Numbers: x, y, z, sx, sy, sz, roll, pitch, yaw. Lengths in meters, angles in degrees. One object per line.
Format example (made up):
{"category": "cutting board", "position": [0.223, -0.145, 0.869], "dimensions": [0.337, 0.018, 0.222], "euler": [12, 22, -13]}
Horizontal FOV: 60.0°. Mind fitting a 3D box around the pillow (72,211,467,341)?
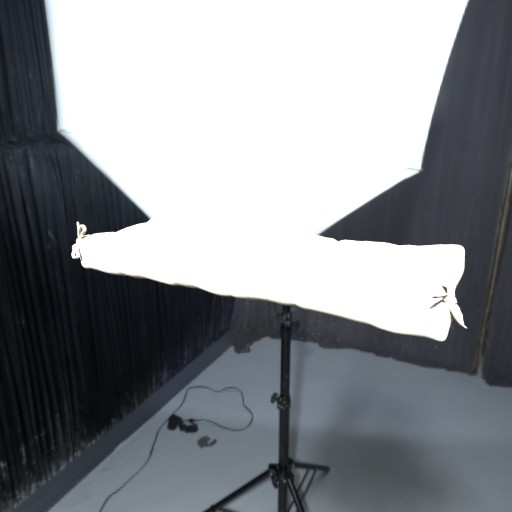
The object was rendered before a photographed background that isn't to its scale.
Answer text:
{"category": "pillow", "position": [0.000, 0.000, 1.348], "dimensions": [1.194, 0.174, 0.511], "euler": [9, 19, 26]}
